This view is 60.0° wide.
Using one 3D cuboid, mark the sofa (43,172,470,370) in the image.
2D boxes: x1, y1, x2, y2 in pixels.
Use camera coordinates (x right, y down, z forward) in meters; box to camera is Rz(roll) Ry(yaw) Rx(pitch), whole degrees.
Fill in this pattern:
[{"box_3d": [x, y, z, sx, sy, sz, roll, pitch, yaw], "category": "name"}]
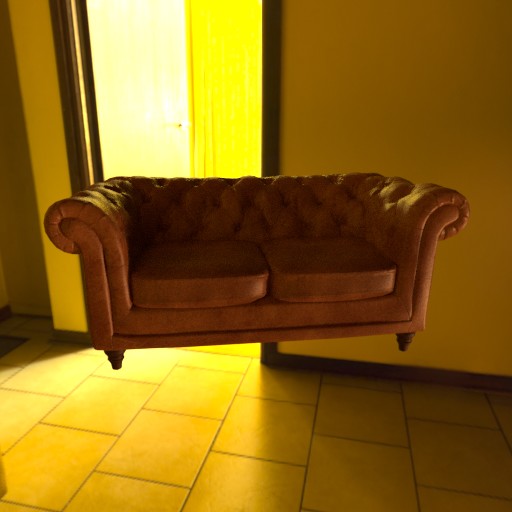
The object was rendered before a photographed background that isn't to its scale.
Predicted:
[{"box_3d": [0.000, 0.000, 2.555, 1.979, 0.877, 1.042, -2, 17, -7], "category": "sofa"}]
